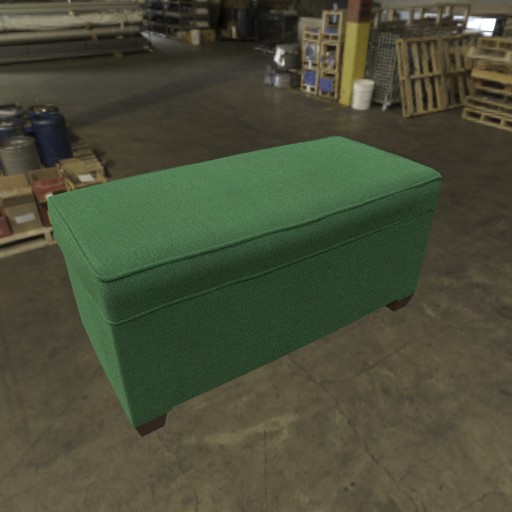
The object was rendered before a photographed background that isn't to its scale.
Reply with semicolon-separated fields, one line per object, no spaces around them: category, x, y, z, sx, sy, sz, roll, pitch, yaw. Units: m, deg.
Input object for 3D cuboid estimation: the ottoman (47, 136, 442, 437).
ottoman;0.000;0.000;1.241;0.957;0.471;0.483;-19;36;-28
